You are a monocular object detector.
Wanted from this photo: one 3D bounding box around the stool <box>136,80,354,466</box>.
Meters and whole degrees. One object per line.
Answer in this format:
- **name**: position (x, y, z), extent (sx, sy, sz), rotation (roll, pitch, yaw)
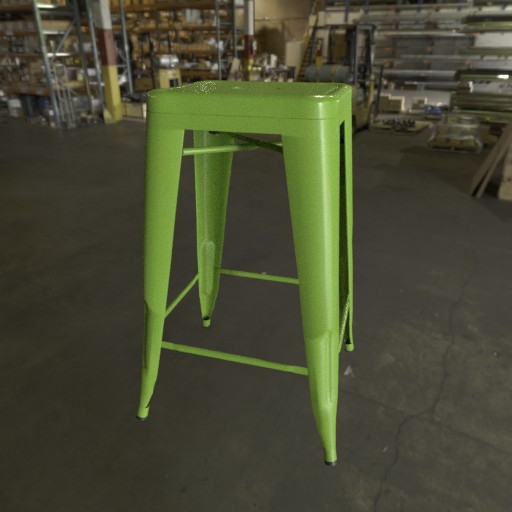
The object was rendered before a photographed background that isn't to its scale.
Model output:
- **stool**: position (0.000, 0.000, 0.850), extent (0.398, 0.609, 0.358), rotation (7, 26, 15)
